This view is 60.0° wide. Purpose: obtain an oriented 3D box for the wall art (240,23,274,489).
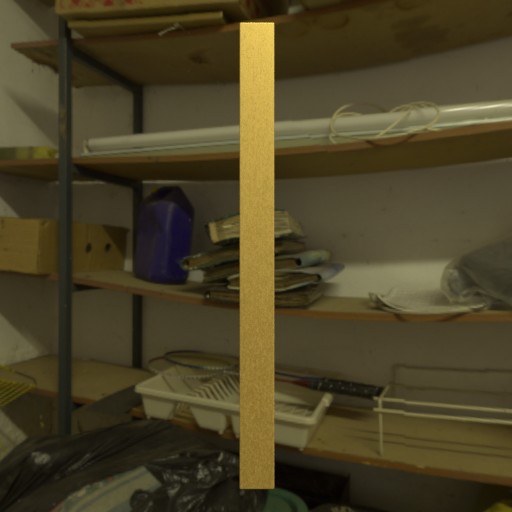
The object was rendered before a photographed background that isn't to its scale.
[{"bbox_3d":[0.000,0.000,0.878,0.048,0.642,0.537,0,0,0],"label":"wall art"}]
